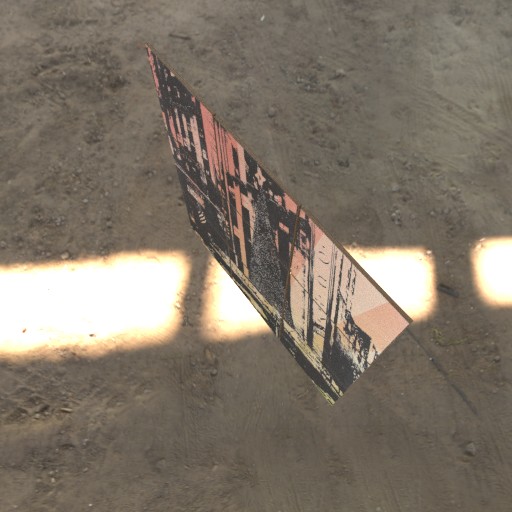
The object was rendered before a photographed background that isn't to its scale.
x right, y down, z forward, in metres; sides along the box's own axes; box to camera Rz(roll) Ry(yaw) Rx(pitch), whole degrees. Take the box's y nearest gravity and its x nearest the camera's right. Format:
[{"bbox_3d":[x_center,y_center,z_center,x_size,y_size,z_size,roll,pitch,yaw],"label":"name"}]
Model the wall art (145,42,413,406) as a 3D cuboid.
[{"bbox_3d":[0.000,0.000,1.354,0.010,0.917,0.919,-34,68,-16],"label":"wall art"}]
